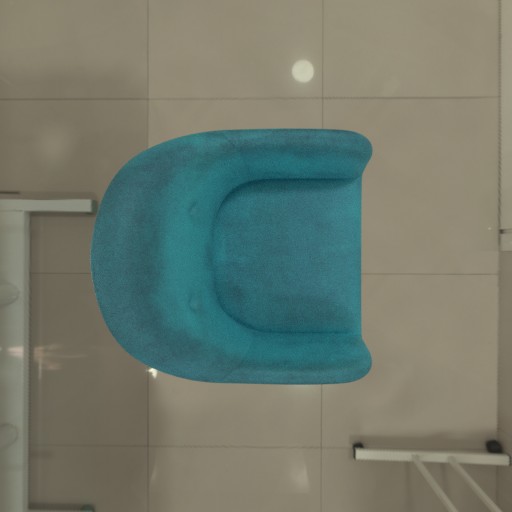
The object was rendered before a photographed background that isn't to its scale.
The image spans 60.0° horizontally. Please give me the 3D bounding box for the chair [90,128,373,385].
[{"bbox_3d":[0.000,0.000,1.139,0.570,0.780,0.540,0,91,1],"label":"chair"}]
